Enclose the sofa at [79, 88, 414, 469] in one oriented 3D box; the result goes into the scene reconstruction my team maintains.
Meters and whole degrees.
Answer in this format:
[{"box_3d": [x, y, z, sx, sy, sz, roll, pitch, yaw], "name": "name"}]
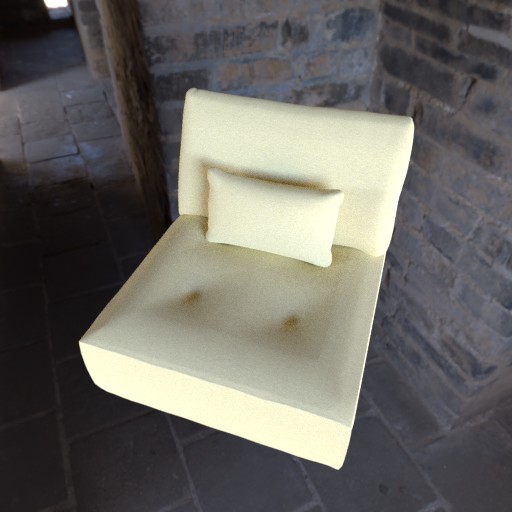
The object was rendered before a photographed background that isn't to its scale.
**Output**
[{"box_3d": [0.000, 0.000, 1.646, 0.930, 0.820, 1.000, 13, 43, 14], "name": "sofa"}]
